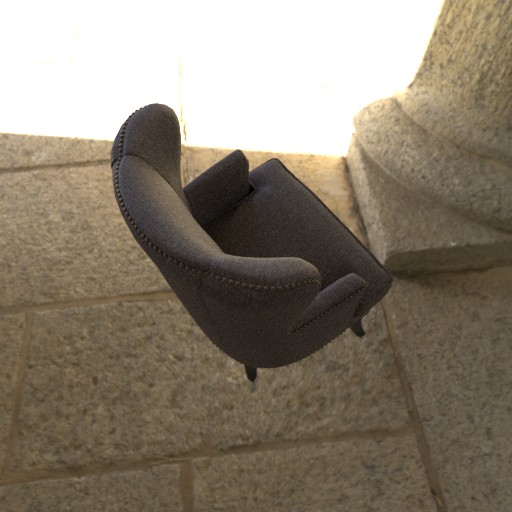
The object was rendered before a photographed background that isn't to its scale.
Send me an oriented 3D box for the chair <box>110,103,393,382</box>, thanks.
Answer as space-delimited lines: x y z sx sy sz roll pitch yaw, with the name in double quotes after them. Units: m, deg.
0.000 0.000 1.632 0.758 1.060 0.759 -32 65 -17 "chair"
